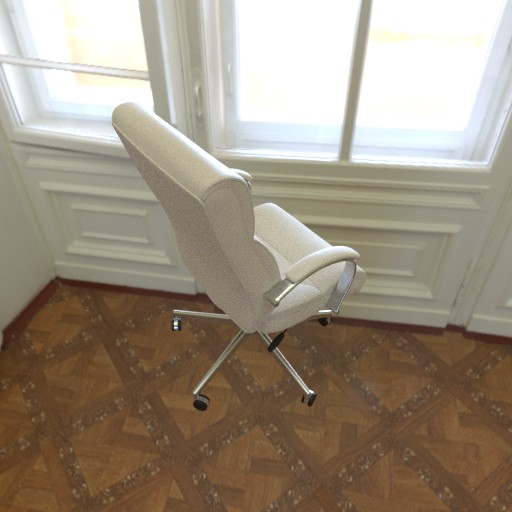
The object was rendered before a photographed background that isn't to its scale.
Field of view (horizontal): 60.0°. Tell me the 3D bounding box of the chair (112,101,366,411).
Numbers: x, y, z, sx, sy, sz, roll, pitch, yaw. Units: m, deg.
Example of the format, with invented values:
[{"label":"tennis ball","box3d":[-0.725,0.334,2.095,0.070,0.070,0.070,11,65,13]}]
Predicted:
[{"label":"chair","box3d":[0.000,0.000,1.626,0.745,1.099,0.727,-25,47,-26]}]
